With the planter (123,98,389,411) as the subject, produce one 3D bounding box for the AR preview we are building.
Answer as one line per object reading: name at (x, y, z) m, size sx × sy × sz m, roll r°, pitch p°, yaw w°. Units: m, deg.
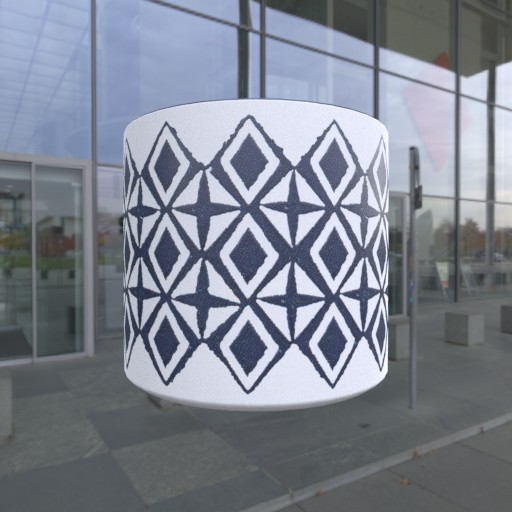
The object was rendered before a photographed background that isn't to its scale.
planter at (0.000, 0.000, 0.391) m, size 0.224 × 0.203 × 0.224 m, roll 0°, pitch 1°, yaw 0°
